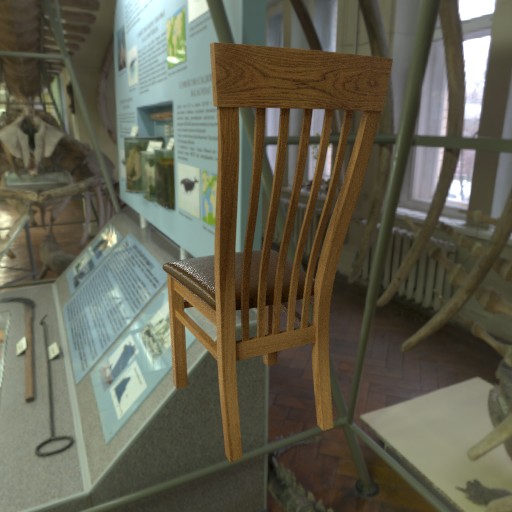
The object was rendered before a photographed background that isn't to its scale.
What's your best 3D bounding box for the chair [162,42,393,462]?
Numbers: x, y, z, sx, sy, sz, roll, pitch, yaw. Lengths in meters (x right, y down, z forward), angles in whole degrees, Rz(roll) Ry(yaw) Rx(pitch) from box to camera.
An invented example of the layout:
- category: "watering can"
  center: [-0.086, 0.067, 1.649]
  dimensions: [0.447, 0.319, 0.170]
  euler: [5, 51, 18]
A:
- category: "chair"
  center: [0.000, 0.000, 1.329]
  dimensions: [0.450, 1.050, 0.580]
  euler: [-7, 17, -25]
